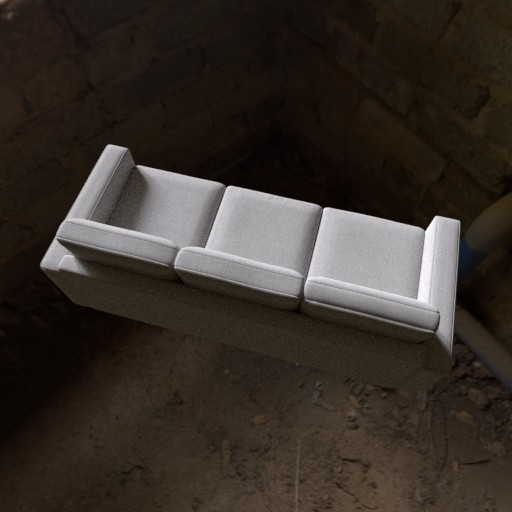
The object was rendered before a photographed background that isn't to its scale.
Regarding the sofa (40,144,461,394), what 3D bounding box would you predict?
[{"bbox_3d":[0.000,0.000,2.510,2.120,0.800,0.900,14,63,7],"label":"sofa"}]
